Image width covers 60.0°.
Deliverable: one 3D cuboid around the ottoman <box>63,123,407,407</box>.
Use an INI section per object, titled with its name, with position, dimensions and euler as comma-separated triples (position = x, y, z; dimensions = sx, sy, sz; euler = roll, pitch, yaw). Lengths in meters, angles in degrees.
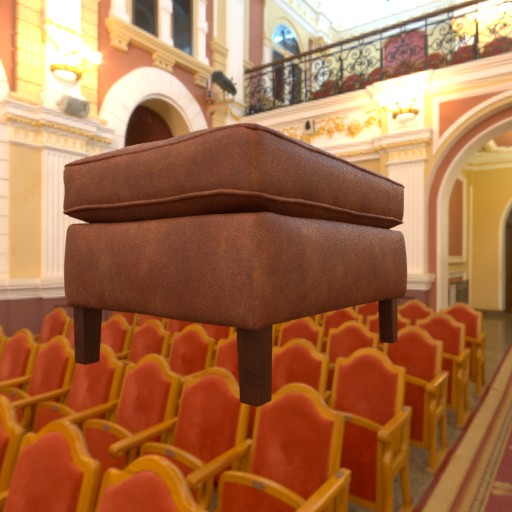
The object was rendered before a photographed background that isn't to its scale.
[ottoman]
position = 0.000, 0.000, 0.976
dimensions = 0.501, 0.418, 0.665
euler = 0, 0, 36
